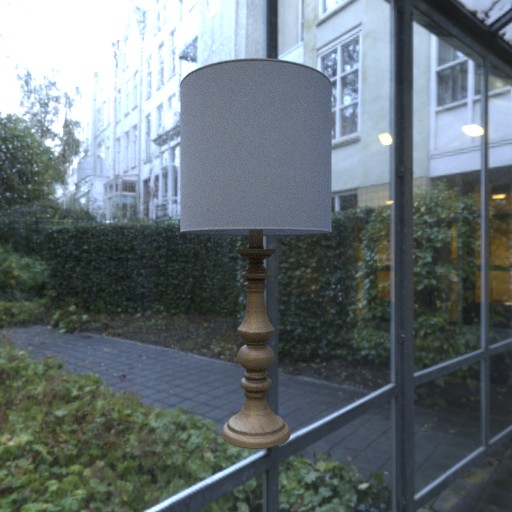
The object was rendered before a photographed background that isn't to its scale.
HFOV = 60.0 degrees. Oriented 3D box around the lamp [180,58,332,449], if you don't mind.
[{"bbox_3d":[0.000,0.000,0.743,0.250,0.597,0.250,0,1,-37],"label":"lamp"}]
